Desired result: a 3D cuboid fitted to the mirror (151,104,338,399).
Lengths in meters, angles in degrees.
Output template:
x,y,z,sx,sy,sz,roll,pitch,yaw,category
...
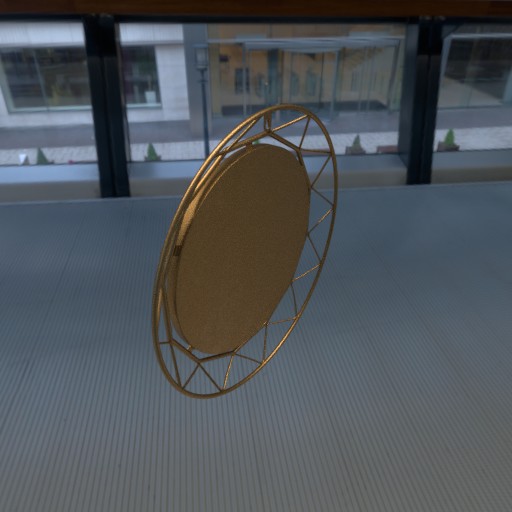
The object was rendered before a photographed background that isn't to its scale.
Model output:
x,y,z,sx,sy,sz,roll,pitch,yaw,category
0.000,0.000,0.685,0.043,0.454,0.454,22,39,30,mirror
